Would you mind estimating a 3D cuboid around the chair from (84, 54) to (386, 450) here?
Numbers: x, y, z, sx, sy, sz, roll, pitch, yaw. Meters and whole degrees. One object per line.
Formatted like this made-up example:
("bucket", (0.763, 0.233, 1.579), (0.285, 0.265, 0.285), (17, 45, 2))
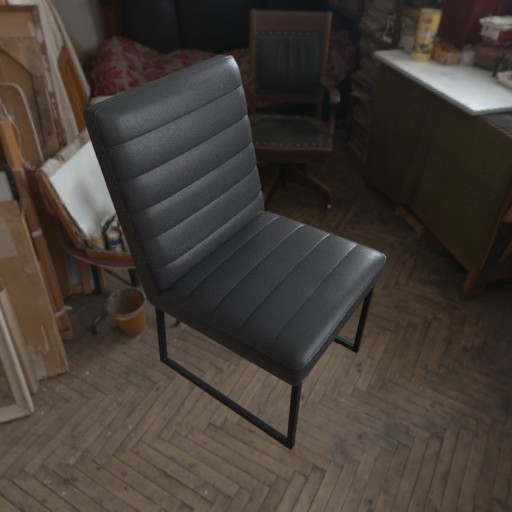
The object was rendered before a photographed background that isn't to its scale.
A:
("chair", (0.000, 0.000, 1.309), (0.634, 0.930, 0.520), (25, 47, 26))
